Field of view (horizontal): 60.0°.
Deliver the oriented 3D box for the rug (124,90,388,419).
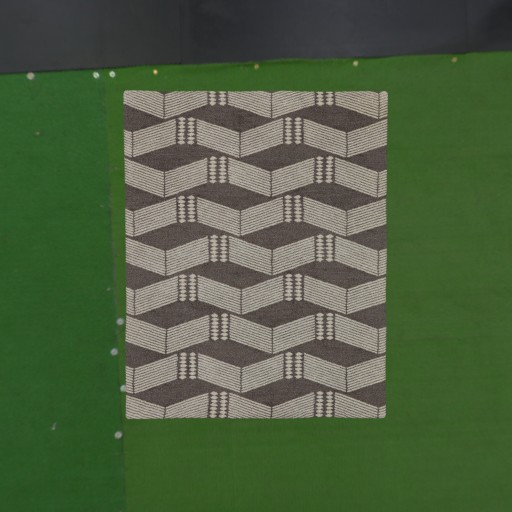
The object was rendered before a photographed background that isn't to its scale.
[{"bbox_3d":[0.000,0.000,4.123,2.438,0.016,3.048,0,91,-1],"label":"rug"}]
